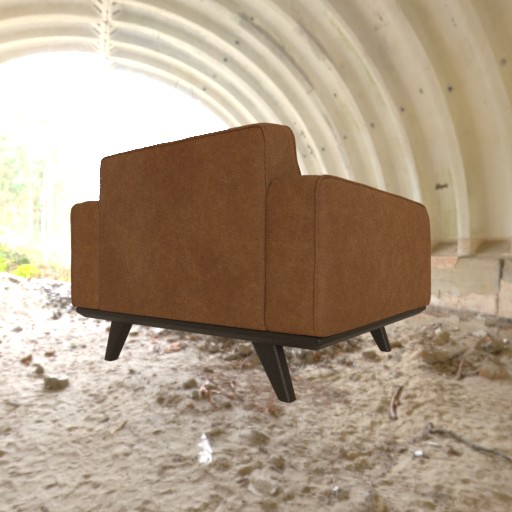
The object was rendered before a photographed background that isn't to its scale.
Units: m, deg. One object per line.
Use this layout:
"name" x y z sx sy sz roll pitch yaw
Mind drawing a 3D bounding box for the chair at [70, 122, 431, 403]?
"chair" 0.000 0.000 1.745 1.118 0.782 0.952 0 0 36
